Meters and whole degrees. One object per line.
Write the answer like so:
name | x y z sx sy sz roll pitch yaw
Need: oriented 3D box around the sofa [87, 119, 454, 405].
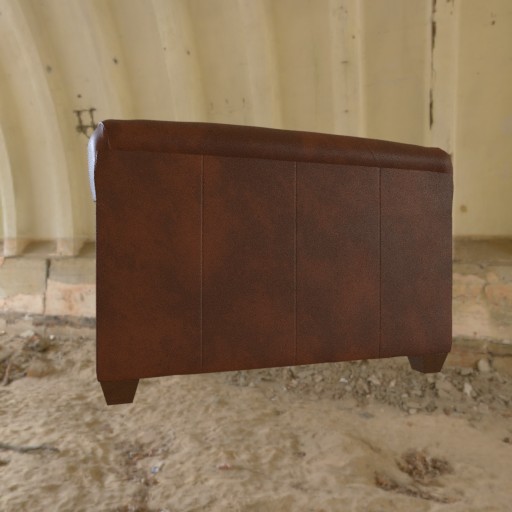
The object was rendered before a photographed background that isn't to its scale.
sofa | 0.000 0.000 2.045 1.413 0.956 1.000 0 0 -18
